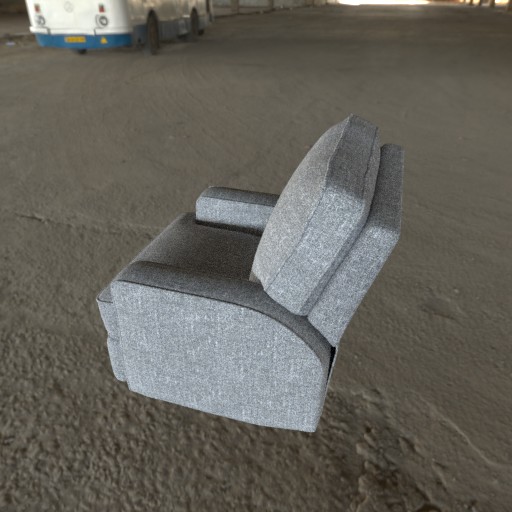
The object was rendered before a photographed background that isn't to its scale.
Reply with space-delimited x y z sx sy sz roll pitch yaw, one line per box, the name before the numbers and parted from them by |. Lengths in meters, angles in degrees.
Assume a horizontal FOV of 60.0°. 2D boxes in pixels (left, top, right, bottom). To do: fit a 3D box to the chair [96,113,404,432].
chair | 0.000 0.000 1.693 0.964 0.962 0.861 9 32 14
